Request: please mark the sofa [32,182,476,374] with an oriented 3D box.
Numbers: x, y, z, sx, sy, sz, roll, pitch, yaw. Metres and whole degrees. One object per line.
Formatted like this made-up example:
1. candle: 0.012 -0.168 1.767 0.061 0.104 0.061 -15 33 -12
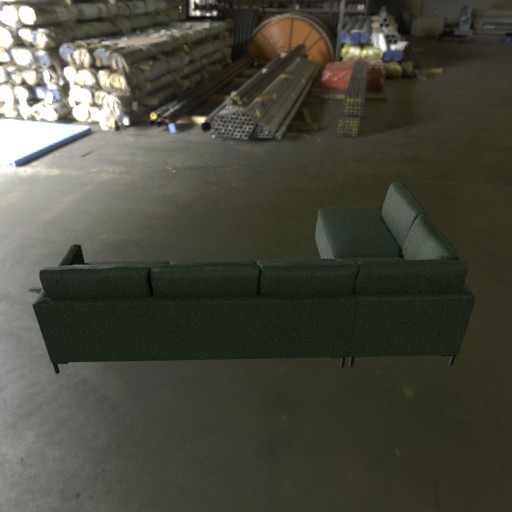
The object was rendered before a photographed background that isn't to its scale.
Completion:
1. sofa: 0.000 0.000 4.319 3.384 0.996 2.048 -1 31 -1
